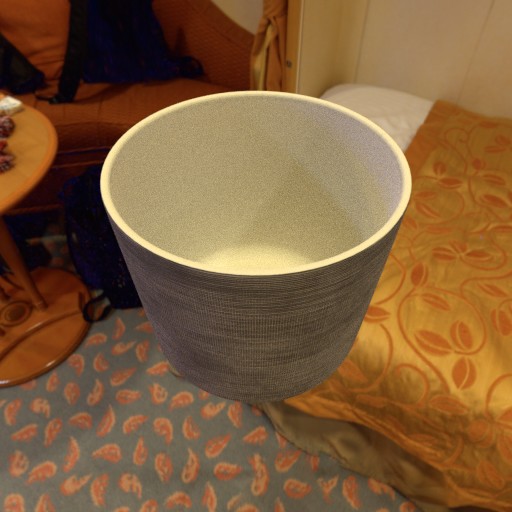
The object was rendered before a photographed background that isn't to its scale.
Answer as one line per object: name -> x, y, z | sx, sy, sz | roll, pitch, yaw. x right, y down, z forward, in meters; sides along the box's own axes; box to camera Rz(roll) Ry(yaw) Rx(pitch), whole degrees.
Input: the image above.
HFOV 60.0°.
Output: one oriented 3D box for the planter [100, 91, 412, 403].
planter -> 0.000, 0.000, 0.786 | 0.440, 0.398, 0.440 | 0, 46, 0
